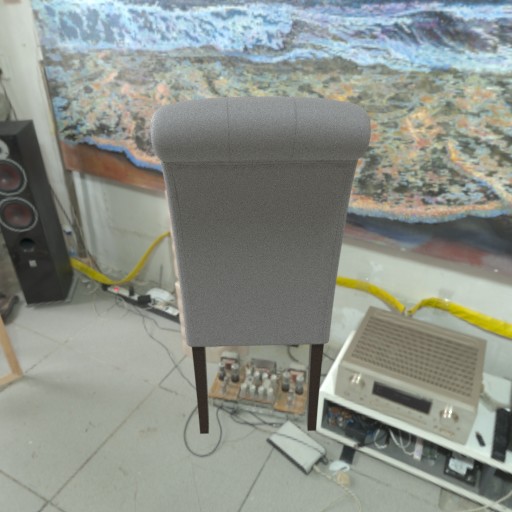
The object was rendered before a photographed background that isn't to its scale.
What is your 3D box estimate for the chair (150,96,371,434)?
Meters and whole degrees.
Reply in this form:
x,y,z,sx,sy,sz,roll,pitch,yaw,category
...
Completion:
x,y,z,sx,sy,sz,roll,pitch,yaw,category
0.000,0.000,1.315,0.456,1.006,0.671,-1,30,-2,chair
